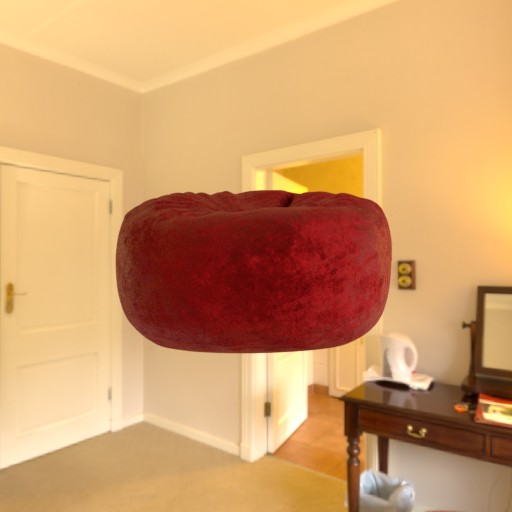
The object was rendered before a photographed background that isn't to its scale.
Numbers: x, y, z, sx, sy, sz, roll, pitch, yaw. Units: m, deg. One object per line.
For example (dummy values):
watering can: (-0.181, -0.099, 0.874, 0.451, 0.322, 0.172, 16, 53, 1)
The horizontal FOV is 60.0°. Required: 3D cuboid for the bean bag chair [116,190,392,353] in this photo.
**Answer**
bean bag chair: (0.000, 0.000, 2.435, 1.524, 0.878, 1.524, 0, 0, -1)
